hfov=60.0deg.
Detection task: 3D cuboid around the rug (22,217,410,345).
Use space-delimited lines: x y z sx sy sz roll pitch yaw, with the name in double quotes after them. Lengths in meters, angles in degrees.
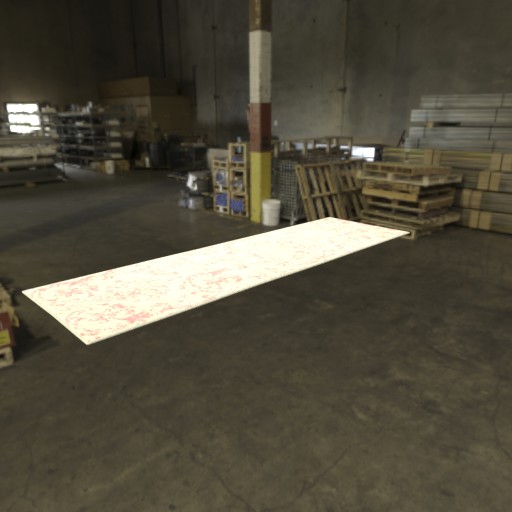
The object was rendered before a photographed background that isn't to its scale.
0.000 0.000 2.429 2.196 0.011 0.662 -16 23 -42 "rug"
